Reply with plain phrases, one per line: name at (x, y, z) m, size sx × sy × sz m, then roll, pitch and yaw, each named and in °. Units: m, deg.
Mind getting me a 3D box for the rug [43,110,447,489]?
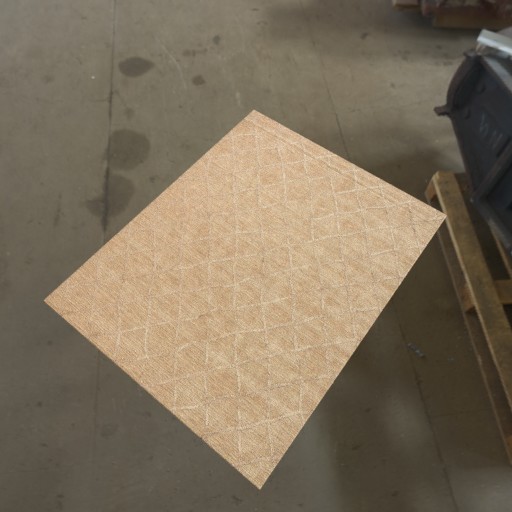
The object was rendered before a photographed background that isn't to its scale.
rug at (0.000, 0.000, 4.158) m, size 2.420 × 0.019 × 3.039 m, roll 34°, pitch 66°, yaw 18°
